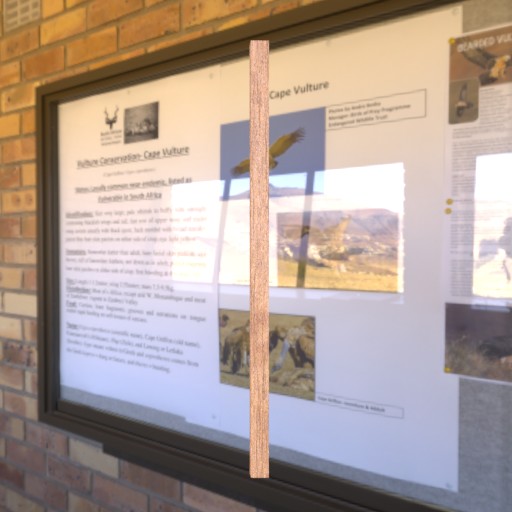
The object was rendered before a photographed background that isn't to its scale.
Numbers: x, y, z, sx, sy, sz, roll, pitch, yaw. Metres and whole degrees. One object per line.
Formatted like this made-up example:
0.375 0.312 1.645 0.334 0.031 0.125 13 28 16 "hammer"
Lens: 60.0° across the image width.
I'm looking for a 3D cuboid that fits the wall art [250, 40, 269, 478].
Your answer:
0.000 0.000 0.940 0.026 0.588 0.690 0 1 -1 "wall art"
